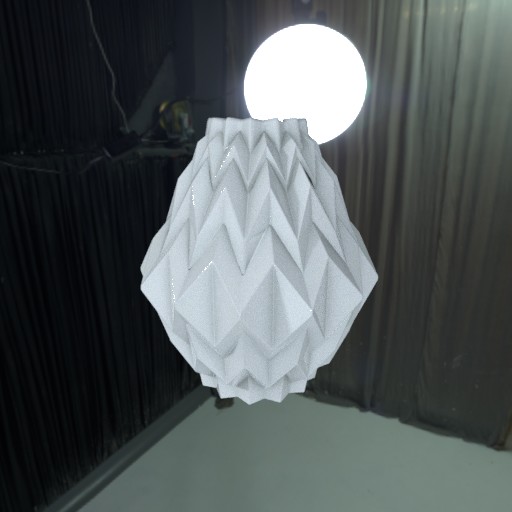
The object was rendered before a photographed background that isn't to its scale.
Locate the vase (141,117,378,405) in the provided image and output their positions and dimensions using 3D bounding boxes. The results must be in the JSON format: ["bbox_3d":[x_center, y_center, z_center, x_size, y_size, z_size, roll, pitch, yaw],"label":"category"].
[{"bbox_3d":[0.000,0.000,0.311,0.164,0.185,0.164,0,17,0],"label":"vase"}]
